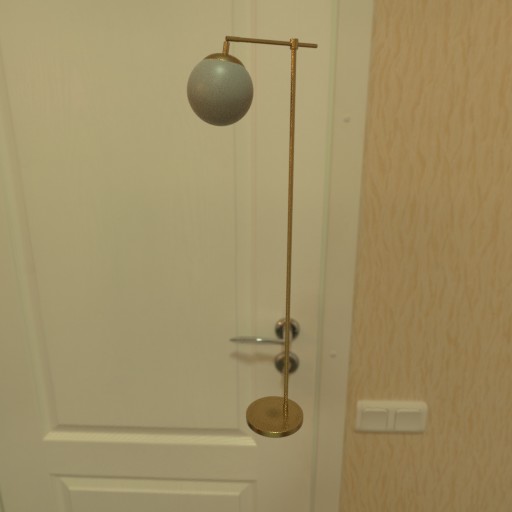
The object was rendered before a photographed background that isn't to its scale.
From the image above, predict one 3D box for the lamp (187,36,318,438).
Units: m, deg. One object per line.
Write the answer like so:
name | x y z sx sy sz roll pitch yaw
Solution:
lamp | 0.000 0.000 1.669 0.476 1.505 0.249 -8 19 -25
